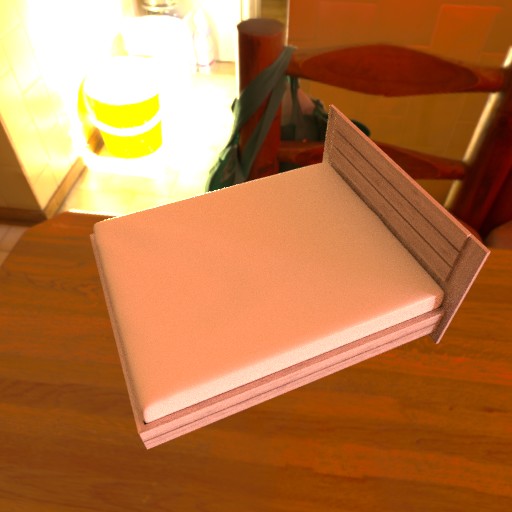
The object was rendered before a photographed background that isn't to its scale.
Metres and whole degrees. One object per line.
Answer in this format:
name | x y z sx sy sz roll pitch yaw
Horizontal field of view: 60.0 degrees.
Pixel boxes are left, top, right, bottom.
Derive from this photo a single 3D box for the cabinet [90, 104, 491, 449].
cabinet | 0.000 0.000 3.068 2.080 0.970 1.750 -17 50 -15
